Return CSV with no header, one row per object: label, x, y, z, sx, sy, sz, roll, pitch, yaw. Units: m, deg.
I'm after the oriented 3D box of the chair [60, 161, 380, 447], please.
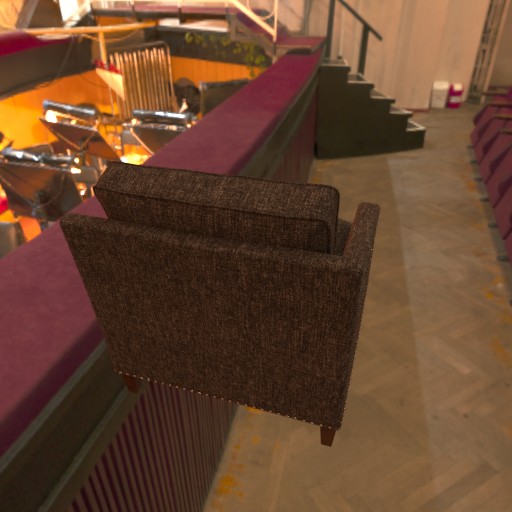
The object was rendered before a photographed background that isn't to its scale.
chair,0.000,0.000,1.708,0.853,0.943,1.014,10,33,15
